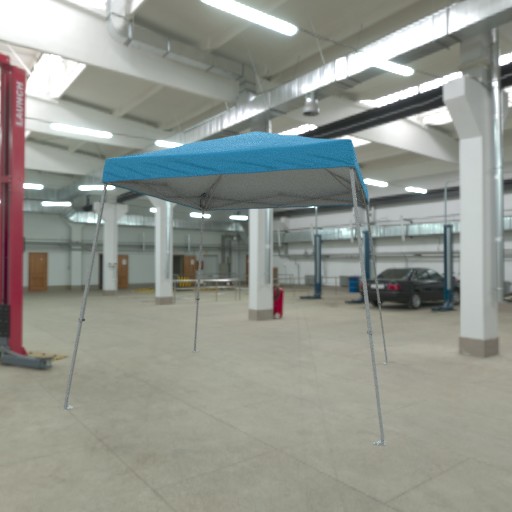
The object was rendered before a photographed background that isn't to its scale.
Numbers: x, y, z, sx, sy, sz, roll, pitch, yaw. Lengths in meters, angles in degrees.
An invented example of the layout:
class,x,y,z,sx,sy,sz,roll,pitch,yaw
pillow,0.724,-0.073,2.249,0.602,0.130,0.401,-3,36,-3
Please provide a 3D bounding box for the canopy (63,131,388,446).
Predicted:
class,x,y,z,sx,sy,sz,roll,pitch,yaw
canopy,0.000,0.000,5.046,2.850,2.850,2.849,0,-1,17
